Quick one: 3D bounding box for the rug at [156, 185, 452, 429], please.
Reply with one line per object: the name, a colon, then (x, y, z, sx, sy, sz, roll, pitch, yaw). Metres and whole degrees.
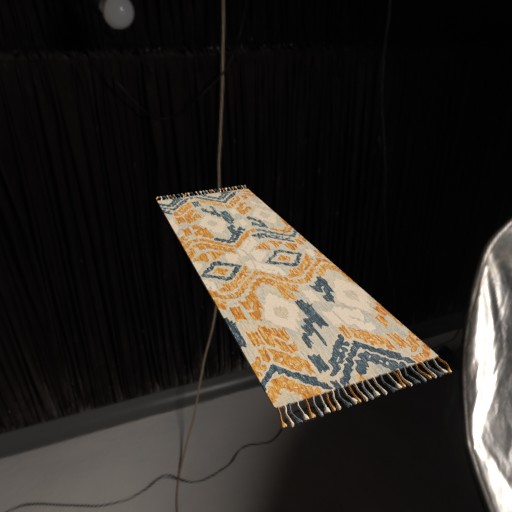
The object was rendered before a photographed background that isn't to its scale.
rug: (0.000, 0.000, 2.661, 0.783, 0.010, 2.437, -11, 30, -19)
